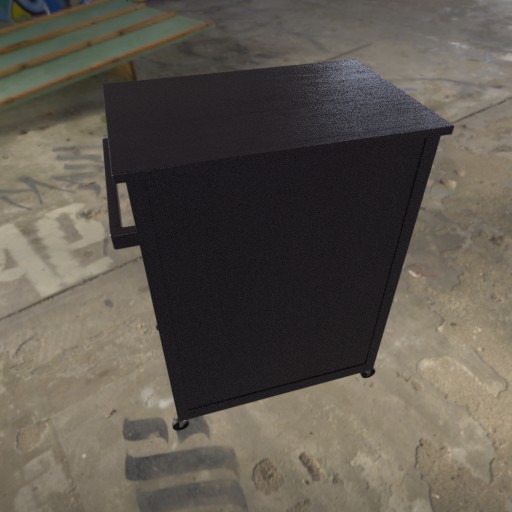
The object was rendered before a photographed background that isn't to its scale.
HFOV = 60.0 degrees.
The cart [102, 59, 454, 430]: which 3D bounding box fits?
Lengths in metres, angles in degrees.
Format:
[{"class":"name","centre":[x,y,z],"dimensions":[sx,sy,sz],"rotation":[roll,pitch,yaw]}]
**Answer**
[{"class":"cart","centre":[0.000,0.000,1.249],"dimensions":[0.690,0.878,0.449],"rotation":[-11,42,-13]}]
